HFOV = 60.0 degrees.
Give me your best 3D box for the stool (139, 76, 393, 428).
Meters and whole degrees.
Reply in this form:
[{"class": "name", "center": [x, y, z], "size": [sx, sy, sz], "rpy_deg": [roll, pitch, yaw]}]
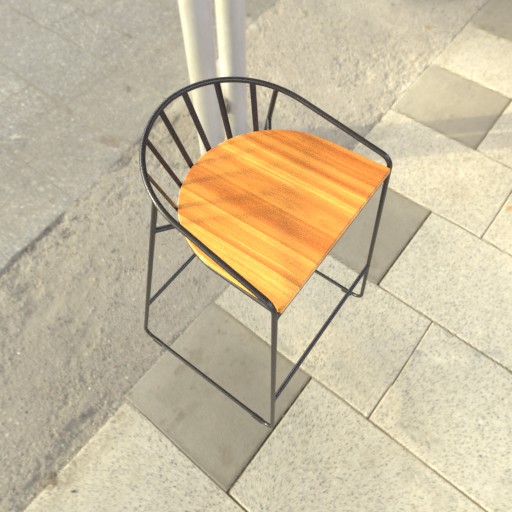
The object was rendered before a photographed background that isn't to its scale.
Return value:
[{"class": "stool", "center": [0.000, 0.000, 1.175], "size": [0.521, 0.812, 0.546], "rpy_deg": [32, 64, 18]}]
